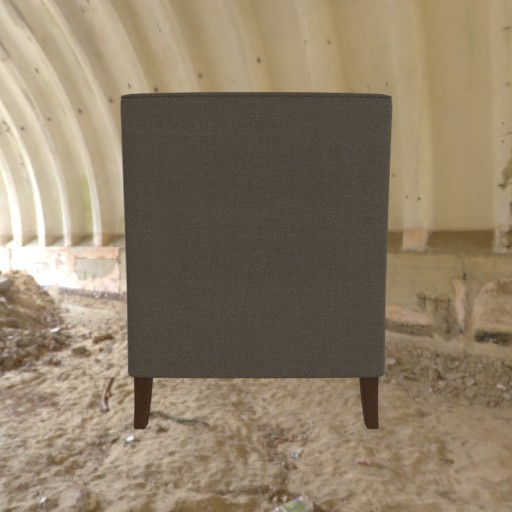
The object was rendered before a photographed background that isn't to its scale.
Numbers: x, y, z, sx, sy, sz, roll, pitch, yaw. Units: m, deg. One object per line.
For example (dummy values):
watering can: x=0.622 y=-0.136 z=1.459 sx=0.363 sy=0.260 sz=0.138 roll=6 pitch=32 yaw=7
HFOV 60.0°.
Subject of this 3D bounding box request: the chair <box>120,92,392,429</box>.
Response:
chair: x=0.000 y=0.000 z=1.826 sx=0.866 sy=1.056 sz=1.040 roll=0 pitch=1 yaw=0
